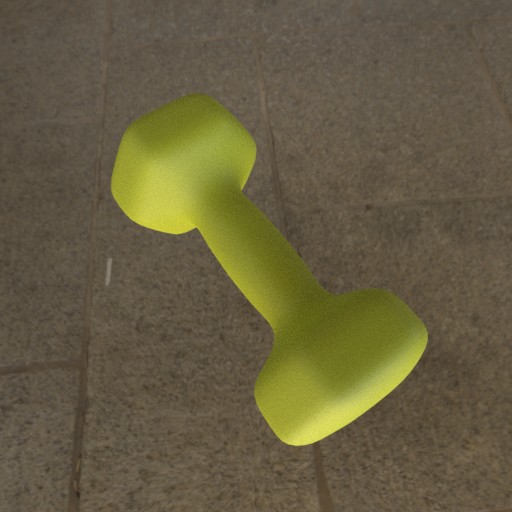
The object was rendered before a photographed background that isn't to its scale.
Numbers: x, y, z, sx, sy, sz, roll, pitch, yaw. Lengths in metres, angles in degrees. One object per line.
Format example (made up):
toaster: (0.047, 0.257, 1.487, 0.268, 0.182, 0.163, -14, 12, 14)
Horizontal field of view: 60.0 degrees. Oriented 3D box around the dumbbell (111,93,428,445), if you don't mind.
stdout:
dumbbell: (0.000, 0.000, 0.208, 0.080, 0.072, 0.164, -32, 68, -15)
